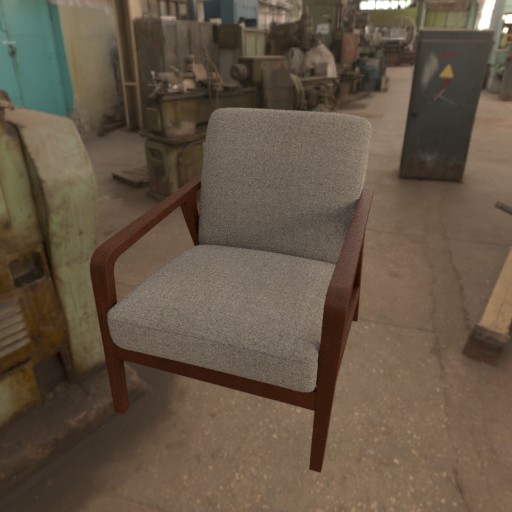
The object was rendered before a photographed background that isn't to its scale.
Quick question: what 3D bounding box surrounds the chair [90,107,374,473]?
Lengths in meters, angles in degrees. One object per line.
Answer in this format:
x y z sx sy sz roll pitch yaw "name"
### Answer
0.000 0.000 1.484 0.704 0.847 0.858 9 28 17 "chair"
